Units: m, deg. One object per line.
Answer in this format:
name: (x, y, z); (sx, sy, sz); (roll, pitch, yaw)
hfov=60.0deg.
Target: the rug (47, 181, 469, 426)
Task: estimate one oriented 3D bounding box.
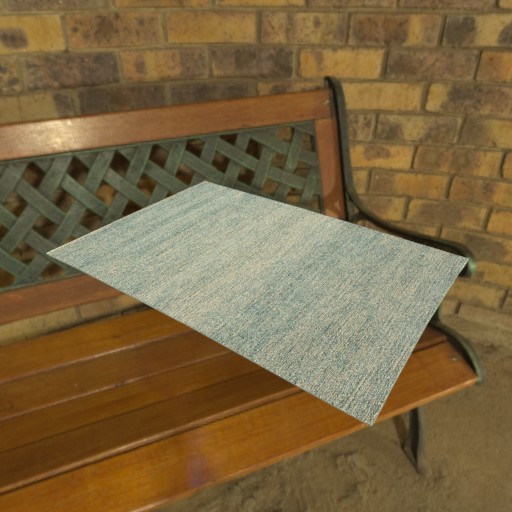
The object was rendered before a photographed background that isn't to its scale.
rug: (0.000, 0.000, 5.152); (4.078, 0.052, 2.802); (21, 37, 30)
